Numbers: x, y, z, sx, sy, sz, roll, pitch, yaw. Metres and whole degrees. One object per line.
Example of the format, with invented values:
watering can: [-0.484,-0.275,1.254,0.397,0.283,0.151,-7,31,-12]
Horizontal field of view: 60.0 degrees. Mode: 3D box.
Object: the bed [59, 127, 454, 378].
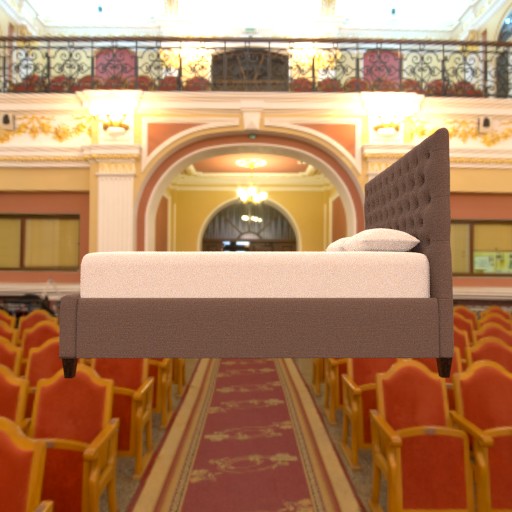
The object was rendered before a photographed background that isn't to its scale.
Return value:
bed: [0.000,0.000,3.334,2.233,1.426,1.696,0,-2,0]
